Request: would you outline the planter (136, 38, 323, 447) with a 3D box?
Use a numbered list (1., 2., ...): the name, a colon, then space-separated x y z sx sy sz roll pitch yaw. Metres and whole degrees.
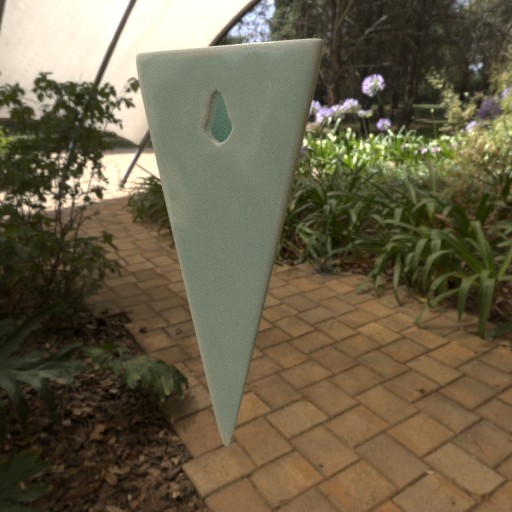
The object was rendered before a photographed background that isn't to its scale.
1. planter: 0.000 0.000 0.214 0.080 0.178 0.064 9 20 26
